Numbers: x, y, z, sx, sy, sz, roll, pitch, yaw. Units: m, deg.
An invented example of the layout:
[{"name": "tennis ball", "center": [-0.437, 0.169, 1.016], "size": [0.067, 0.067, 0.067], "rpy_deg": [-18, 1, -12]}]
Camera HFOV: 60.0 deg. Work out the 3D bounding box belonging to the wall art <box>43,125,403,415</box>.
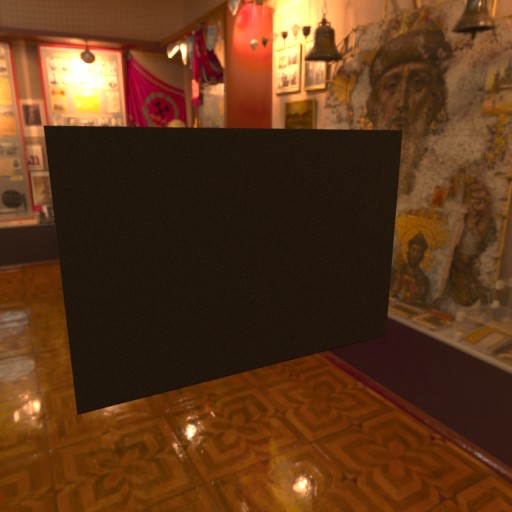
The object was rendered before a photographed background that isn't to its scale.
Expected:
[{"name": "wall art", "center": [0.000, 0.000, 1.185], "size": [0.958, 0.656, 0.026], "rpy_deg": [-7, 16, -26]}]
